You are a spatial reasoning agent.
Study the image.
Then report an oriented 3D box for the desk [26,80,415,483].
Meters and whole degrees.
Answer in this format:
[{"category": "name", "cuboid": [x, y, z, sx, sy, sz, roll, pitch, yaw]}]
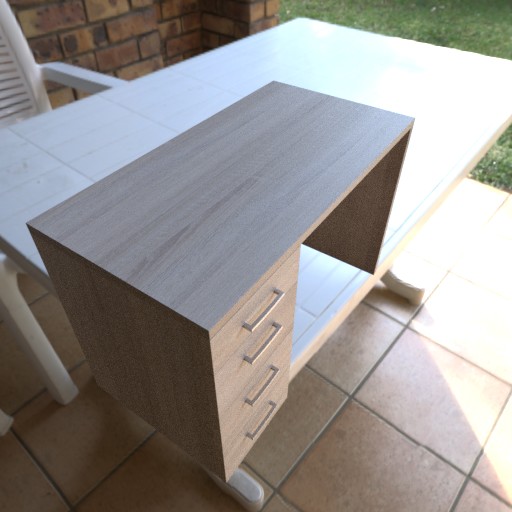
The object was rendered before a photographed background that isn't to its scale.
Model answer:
[{"category": "desk", "cuboid": [0.000, 0.000, 1.530, 0.600, 0.731, 1.100, 25, 48, 25]}]
